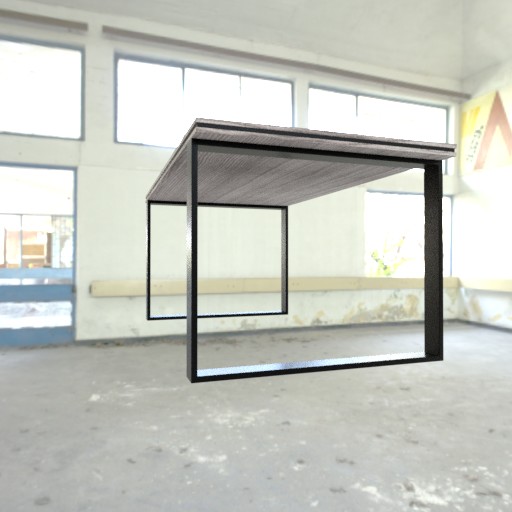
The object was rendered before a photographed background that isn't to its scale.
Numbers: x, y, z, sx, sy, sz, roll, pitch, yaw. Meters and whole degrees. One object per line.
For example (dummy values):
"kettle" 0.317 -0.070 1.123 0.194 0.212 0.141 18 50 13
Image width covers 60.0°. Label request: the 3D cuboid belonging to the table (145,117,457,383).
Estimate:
"table" 0.000 0.000 2.083 0.881 0.736 1.579 0 -1 -19
